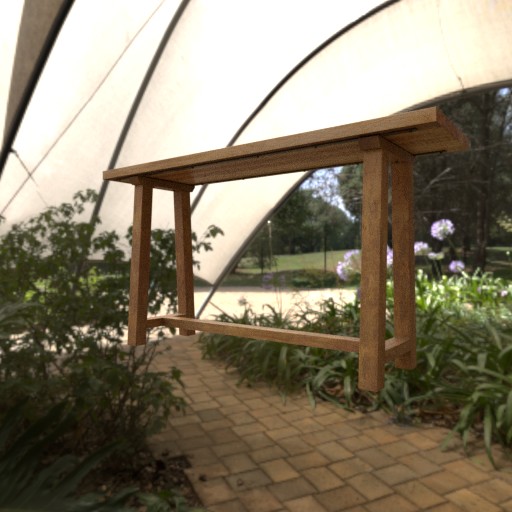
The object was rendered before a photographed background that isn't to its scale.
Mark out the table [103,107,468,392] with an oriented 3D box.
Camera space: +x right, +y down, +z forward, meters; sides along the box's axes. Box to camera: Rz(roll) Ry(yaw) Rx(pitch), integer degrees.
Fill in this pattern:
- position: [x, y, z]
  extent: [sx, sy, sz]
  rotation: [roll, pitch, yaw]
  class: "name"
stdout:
- position: [0.000, 0.000, 1.821]
  extent: [1.524, 0.810, 0.405]
  rotation: [0, 0, 37]
  class: "table"
